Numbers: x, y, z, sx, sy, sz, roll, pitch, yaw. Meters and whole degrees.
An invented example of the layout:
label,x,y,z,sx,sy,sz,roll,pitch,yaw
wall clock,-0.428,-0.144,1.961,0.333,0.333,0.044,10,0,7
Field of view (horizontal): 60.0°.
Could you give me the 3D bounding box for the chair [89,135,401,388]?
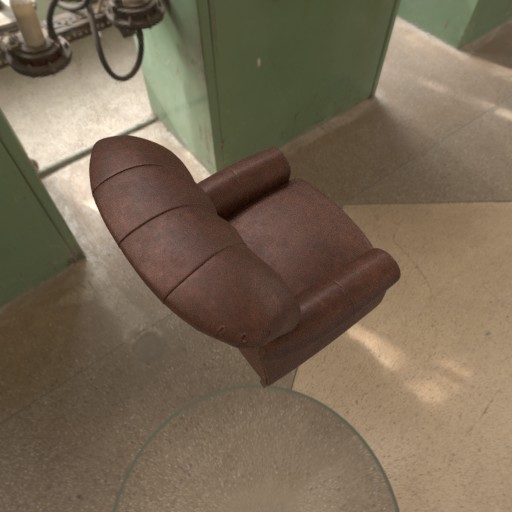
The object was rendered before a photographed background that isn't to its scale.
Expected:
label,x,y,z,sx,sy,sz,roll,pitch,yaw
chair,0.000,0.000,1.964,1.031,1.162,0.979,-32,63,-18
